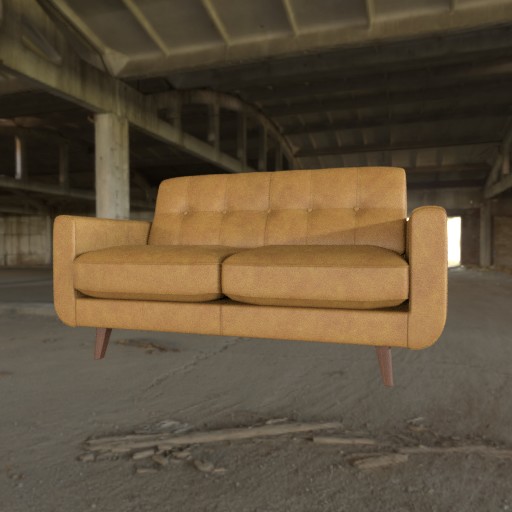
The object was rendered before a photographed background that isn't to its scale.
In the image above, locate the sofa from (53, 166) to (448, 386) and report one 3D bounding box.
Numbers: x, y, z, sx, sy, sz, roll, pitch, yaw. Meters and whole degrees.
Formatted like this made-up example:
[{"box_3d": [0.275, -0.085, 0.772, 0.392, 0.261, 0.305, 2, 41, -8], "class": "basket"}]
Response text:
[{"box_3d": [0.000, 0.000, 2.176, 1.651, 0.925, 0.952, 0, 1, 18], "class": "sofa"}]
